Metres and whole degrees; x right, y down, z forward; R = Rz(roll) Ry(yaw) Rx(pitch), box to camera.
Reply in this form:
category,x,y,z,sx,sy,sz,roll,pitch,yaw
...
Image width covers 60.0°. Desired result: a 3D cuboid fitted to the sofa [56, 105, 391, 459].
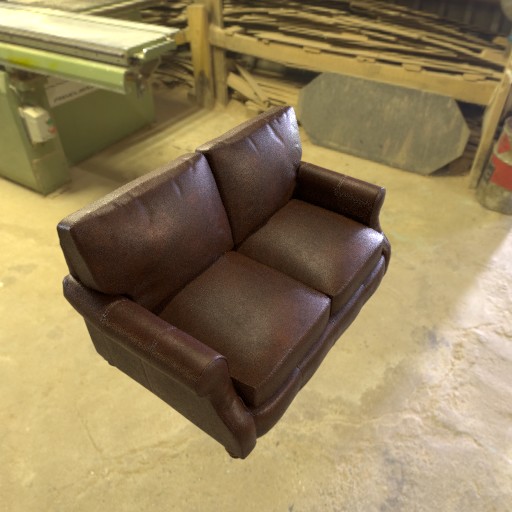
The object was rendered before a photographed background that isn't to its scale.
category,x,y,z,sx,sy,sz,roll,pitch,yaw
sofa,0.000,0.000,2.216,0.990,0.976,1.616,24,45,27
